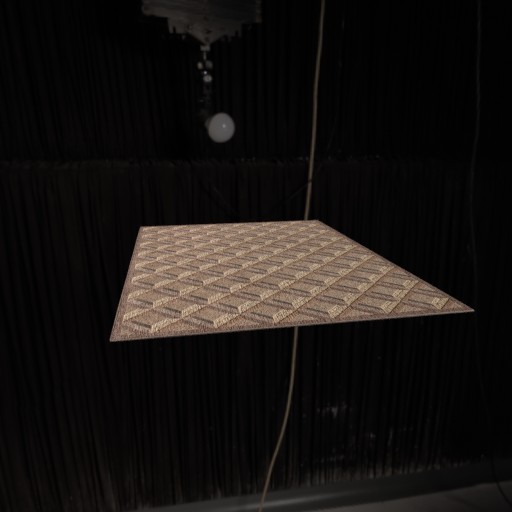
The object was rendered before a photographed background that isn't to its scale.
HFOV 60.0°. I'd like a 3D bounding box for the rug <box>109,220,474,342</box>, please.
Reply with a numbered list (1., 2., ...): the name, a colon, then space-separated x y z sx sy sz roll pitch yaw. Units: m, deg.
1. rug: 0.000 0.000 4.337 2.382 0.018 3.294 -3 16 -11
